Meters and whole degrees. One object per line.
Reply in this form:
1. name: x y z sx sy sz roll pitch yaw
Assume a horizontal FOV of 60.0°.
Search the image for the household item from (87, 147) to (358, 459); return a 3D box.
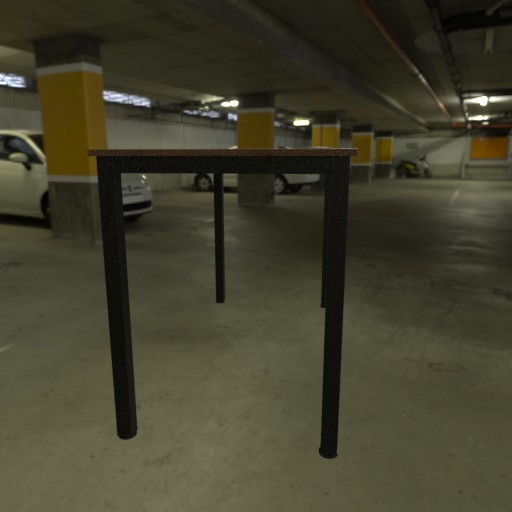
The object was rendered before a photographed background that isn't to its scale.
1. household item: 0.000 0.000 1.622 0.600 0.750 1.200 2 13 8
